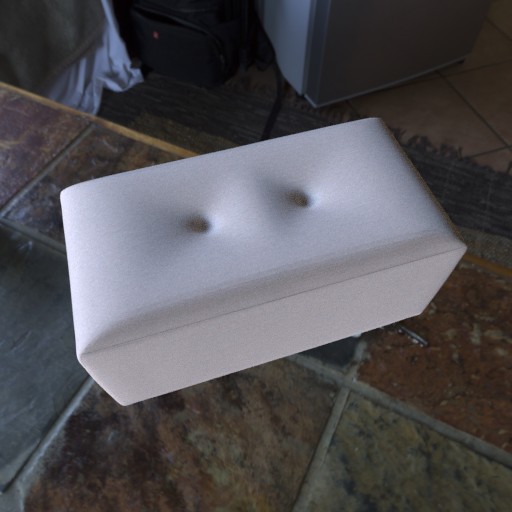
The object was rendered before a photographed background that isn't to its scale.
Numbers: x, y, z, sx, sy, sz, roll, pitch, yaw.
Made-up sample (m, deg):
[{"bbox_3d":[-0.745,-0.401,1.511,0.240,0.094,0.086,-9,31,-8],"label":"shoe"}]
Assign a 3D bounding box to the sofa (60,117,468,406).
[{"bbox_3d":[0.000,0.000,1.228,0.930,0.470,0.480,-15,59,-9],"label":"sofa"}]
